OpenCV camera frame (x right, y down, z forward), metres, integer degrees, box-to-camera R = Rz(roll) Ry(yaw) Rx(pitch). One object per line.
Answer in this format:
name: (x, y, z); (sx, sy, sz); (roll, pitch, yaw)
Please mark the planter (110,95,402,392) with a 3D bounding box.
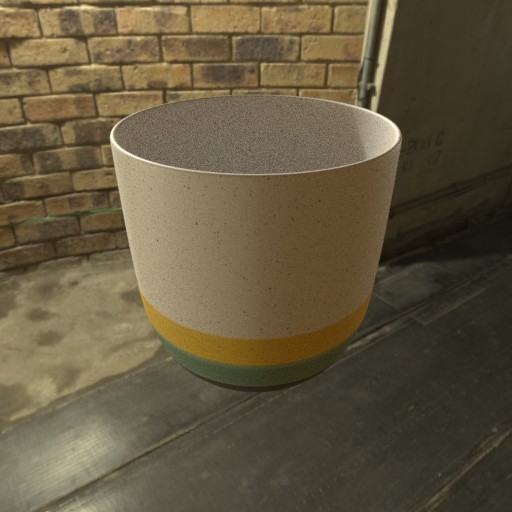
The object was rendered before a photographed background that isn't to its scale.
planter: (0.000, 0.000, 0.362); (0.195, 0.214, 0.195); (0, 31, 0)
